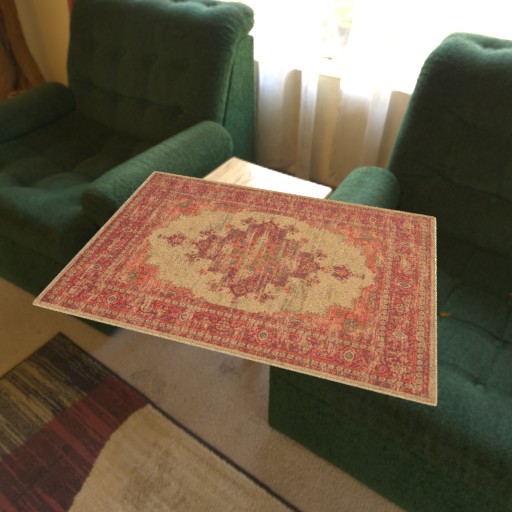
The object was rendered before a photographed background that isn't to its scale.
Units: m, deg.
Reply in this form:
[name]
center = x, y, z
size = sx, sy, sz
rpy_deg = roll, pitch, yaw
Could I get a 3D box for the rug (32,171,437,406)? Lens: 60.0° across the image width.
[rug]
center = 0.000, 0.000, 2.867
size = 2.232, 0.011, 1.555
rpy_deg = 11, 42, 13
